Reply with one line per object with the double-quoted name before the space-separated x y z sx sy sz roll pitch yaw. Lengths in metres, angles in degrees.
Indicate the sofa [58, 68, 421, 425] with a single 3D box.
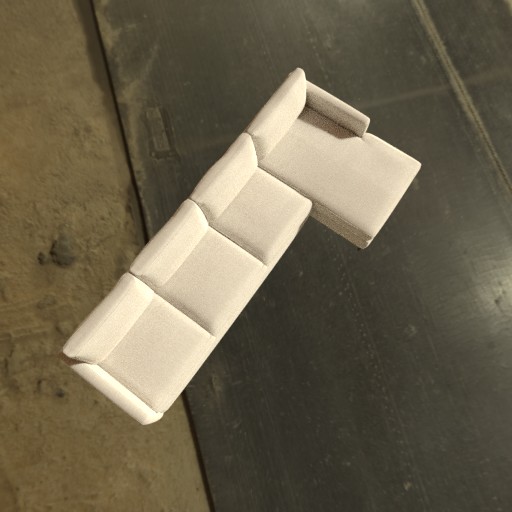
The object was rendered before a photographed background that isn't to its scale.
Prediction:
"sofa" 0.000 0.000 2.897 1.126 0.677 2.445 35 77 9
